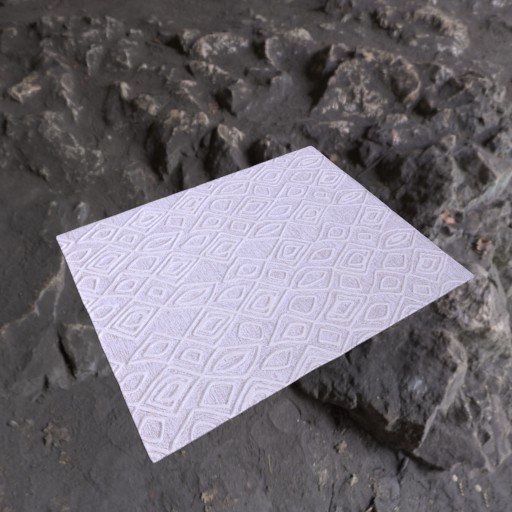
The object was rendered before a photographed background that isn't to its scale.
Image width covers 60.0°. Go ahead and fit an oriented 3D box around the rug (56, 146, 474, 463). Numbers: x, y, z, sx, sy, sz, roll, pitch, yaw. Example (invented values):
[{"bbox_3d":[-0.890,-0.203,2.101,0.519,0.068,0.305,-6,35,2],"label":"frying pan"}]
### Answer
[{"bbox_3d":[0.000,0.000,4.087,3.049,0.025,2.449,-24,51,-21],"label":"rug"}]
